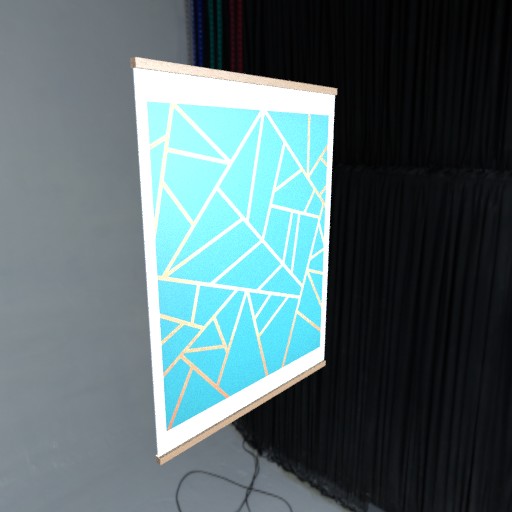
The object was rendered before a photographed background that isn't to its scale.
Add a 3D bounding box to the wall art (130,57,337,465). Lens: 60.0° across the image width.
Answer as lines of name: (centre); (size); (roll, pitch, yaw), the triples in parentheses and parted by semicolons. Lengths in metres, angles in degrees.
wall art: (0.000, 0.000, 0.803); (0.012, 0.608, 0.459); (13, 19, 42)
